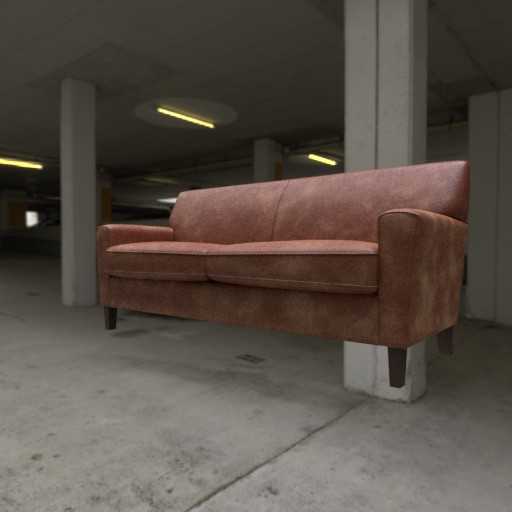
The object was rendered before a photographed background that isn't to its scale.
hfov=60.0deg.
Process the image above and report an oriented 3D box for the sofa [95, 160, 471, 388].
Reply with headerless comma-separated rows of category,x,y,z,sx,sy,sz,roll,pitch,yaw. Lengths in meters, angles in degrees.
sofa,0.000,0.000,2.486,2.053,0.947,0.805,1,1,38
